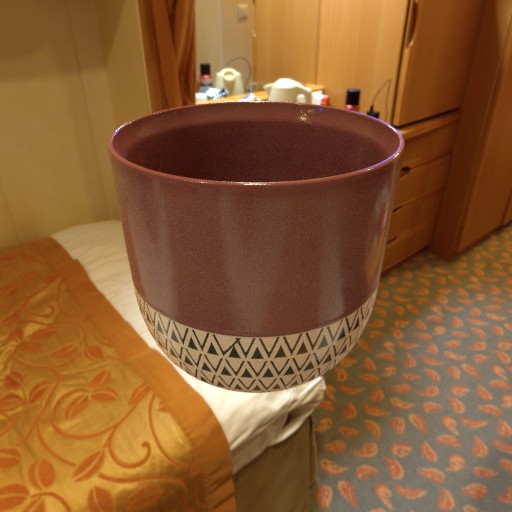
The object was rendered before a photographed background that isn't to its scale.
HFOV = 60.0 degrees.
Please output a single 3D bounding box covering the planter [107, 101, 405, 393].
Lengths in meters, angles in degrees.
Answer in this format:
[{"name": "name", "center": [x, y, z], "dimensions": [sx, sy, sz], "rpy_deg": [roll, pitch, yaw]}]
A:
[{"name": "planter", "center": [0.000, 0.000, 0.479], "dimensions": [0.266, 0.270, 0.266], "rpy_deg": [0, 31, 0]}]
